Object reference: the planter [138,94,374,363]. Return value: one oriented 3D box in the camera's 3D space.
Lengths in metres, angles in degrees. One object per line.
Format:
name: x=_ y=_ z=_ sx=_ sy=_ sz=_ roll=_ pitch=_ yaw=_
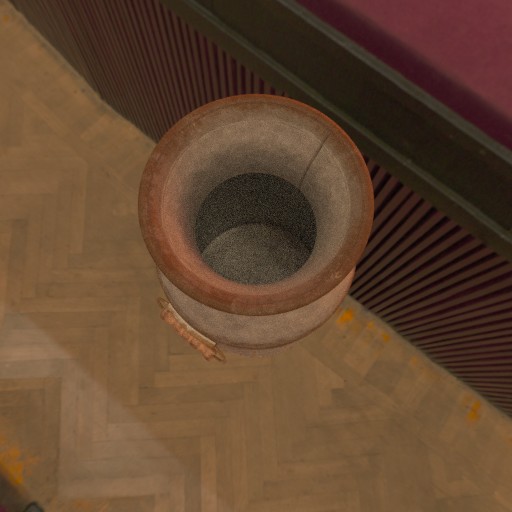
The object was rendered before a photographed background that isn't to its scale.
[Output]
planter: x=0.000 y=0.000 z=0.503 sx=0.215 sy=0.358 sz=0.248 roll=40 pitch=79 yaw=9
